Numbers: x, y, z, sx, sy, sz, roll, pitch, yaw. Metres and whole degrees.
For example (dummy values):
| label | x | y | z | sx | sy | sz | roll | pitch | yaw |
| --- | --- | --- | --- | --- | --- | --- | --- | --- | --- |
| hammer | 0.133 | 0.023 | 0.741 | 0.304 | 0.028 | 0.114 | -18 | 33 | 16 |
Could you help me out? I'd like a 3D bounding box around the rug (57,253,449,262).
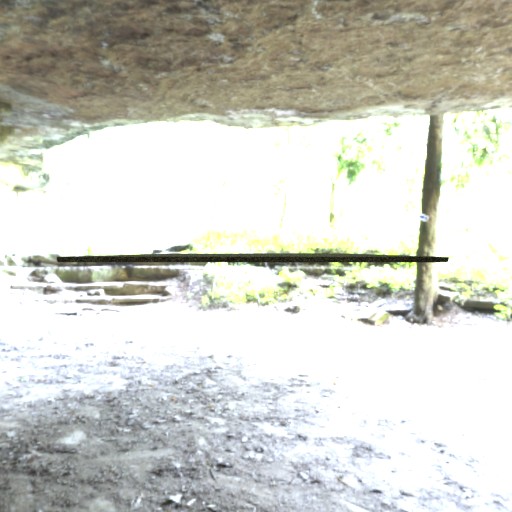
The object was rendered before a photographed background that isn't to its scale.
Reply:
| label | x | y | z | sx | sy | sz | roll | pitch | yaw |
| --- | --- | --- | --- | --- | --- | --- | --- | --- | --- |
| rug | 0.000 | 0.000 | 3.370 | 1.802 | 0.026 | 2.699 | 0 | 1 | 1 |
